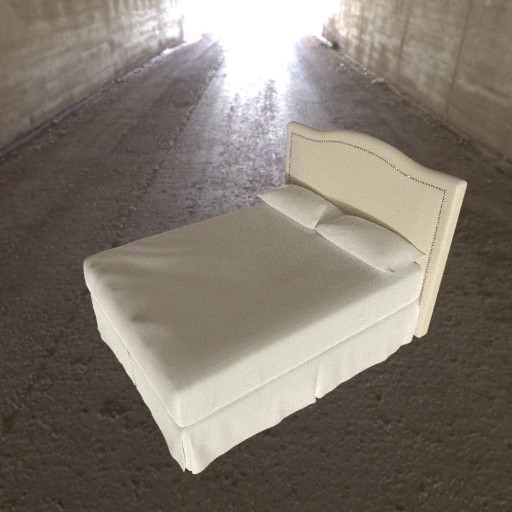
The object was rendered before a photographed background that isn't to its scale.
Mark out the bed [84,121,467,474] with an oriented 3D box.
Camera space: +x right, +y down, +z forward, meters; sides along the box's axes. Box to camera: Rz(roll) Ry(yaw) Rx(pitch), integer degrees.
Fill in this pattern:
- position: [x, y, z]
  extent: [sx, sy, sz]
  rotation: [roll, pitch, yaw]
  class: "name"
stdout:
- position: [0.000, 0.000, 3.267]
  extent: [2.143, 1.460, 1.753]
  rotation: [-20, 37, -29]
  class: "bed"
